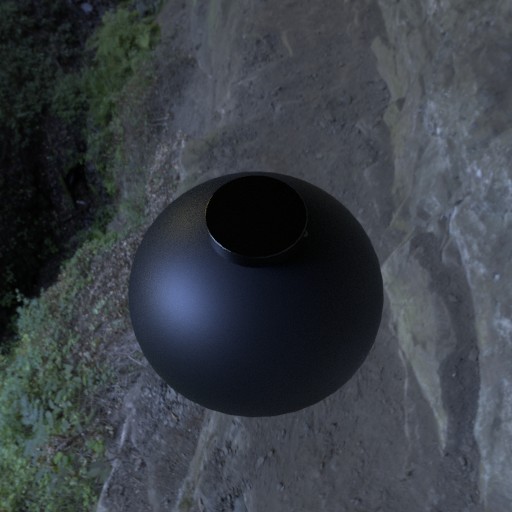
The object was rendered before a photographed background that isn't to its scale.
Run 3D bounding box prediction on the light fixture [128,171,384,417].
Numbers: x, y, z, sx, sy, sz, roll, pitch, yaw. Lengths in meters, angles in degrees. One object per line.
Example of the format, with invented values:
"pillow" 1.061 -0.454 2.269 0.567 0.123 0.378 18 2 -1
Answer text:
"light fixture" 0.000 0.000 0.559 0.355 0.177 0.355 0 59 0
